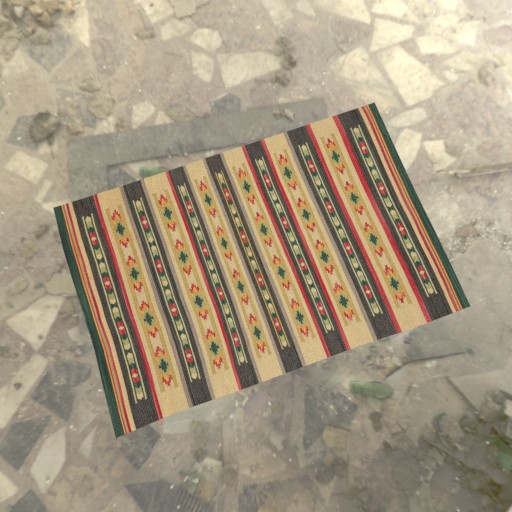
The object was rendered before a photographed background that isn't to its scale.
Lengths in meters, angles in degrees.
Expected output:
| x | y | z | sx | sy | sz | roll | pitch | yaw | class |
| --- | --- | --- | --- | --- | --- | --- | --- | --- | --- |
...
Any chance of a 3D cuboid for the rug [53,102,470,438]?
| x | y | z | sx | sy | sz | roll | pitch | yaw | class |
| --- | --- | --- | --- | --- | --- | --- | --- | --- | --- |
| 0.000 | 0.000 | 2.849 | 2.311 | 0.010 | 1.522 | -19 | 77 | -4 | rug |
